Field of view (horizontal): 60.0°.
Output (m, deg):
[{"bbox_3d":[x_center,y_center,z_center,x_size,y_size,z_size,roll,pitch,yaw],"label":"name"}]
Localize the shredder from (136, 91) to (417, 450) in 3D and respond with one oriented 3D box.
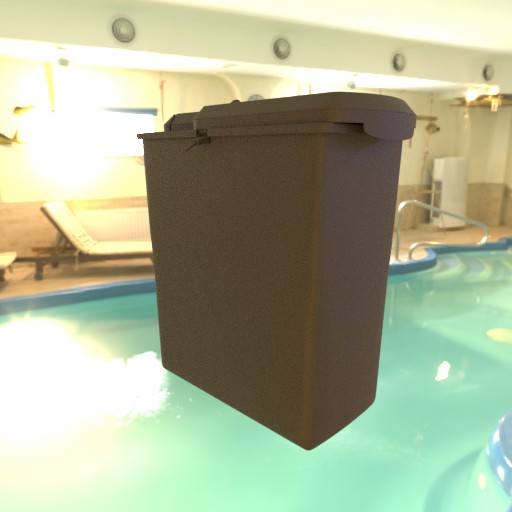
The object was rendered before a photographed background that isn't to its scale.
[{"bbox_3d":[0.000,0.000,0.509,0.320,0.335,0.170,13,18,43],"label":"shredder"}]
